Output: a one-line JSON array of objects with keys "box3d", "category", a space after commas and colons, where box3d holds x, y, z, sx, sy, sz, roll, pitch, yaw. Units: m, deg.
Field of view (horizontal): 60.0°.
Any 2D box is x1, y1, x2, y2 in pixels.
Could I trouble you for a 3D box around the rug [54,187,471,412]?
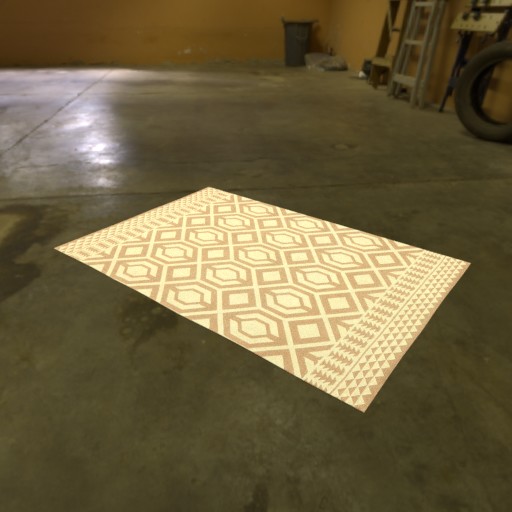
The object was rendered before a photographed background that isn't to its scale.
[{"box3d": [0.000, 0.000, 2.335, 1.829, 0.008, 1.219, 21, 35, 33], "category": "rug"}]
